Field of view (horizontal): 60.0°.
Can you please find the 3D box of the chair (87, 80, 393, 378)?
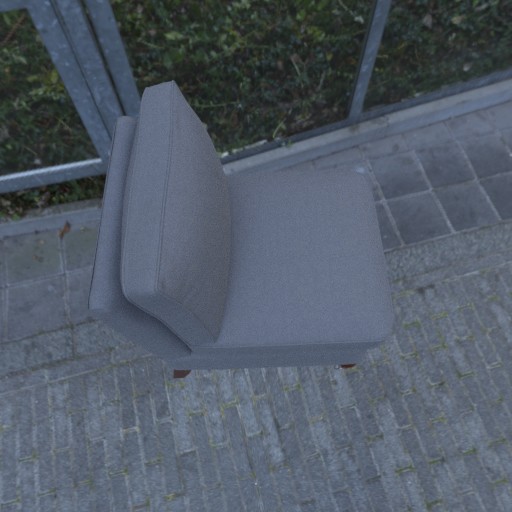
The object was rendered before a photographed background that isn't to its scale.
[{"bbox_3d":[0.000,0.000,1.657,0.924,1.045,0.724,-1,63,-1],"label":"chair"}]
